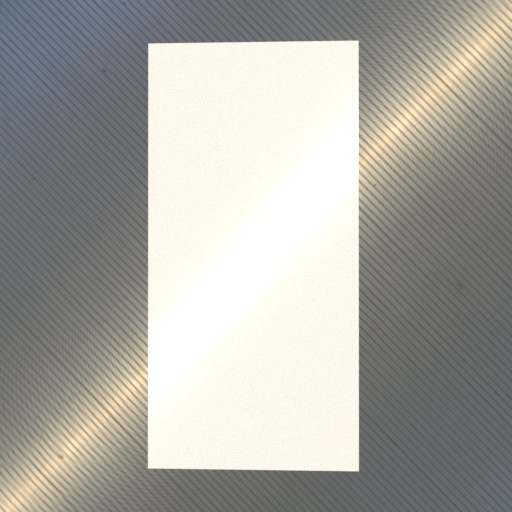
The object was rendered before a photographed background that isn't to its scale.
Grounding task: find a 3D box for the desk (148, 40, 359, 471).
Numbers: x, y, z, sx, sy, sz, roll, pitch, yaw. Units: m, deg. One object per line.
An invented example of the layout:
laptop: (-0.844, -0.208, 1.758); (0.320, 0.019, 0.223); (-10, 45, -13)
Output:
desk: (0.000, 0.000, 1.820); (0.690, 0.740, 1.400); (0, 90, 2)
